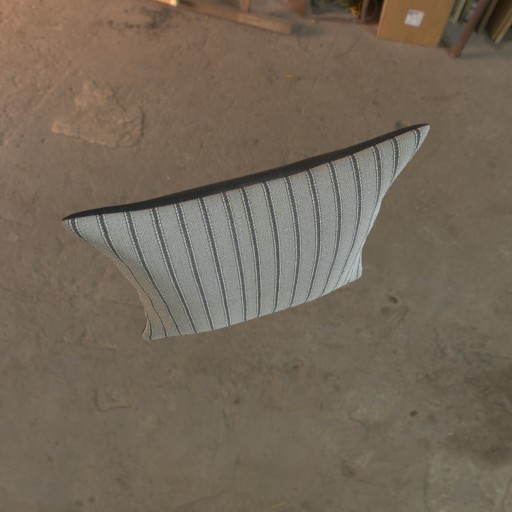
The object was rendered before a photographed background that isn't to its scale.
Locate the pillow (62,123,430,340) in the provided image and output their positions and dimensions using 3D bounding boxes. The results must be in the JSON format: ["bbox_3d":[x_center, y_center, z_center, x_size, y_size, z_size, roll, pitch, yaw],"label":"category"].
[{"bbox_3d":[0.000,0.000,0.721,0.468,0.444,0.138,-16,64,-8],"label":"pillow"}]
